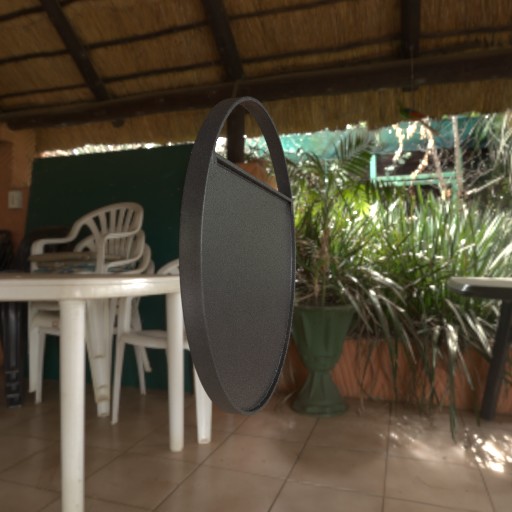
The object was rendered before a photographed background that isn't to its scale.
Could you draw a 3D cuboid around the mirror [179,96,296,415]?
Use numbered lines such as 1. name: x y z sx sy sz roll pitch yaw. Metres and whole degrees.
1. mirror: 0.000 0.000 0.834 0.032 0.565 0.565 0 -1 17
